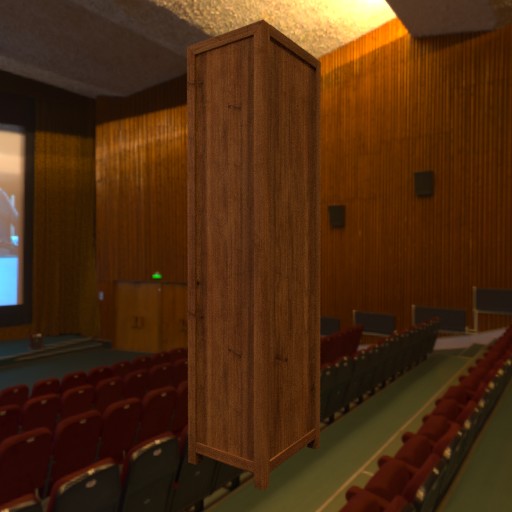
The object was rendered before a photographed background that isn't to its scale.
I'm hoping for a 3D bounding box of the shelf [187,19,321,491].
[{"bbox_3d":[0.000,0.000,2.111,0.428,1.900,0.500,1,1,35],"label":"shelf"}]
